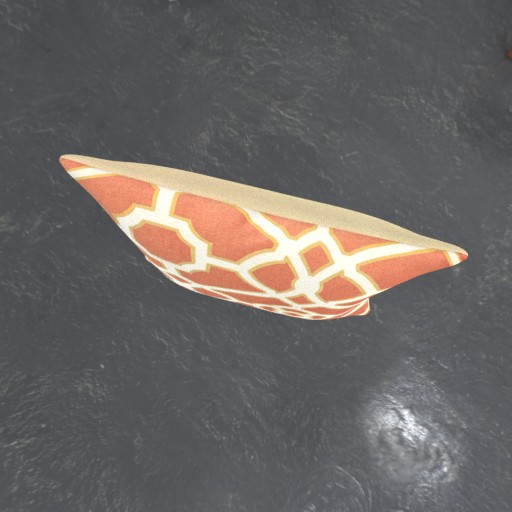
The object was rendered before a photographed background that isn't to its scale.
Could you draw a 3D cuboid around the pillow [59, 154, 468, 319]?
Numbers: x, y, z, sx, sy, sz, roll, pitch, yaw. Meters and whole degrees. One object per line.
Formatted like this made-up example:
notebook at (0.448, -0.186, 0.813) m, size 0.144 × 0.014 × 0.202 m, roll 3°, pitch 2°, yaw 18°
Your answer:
pillow at (0.000, 0.000, 0.820) m, size 0.552 × 0.508 × 0.166 m, roll 14°, pitch 76°, yaw 4°
